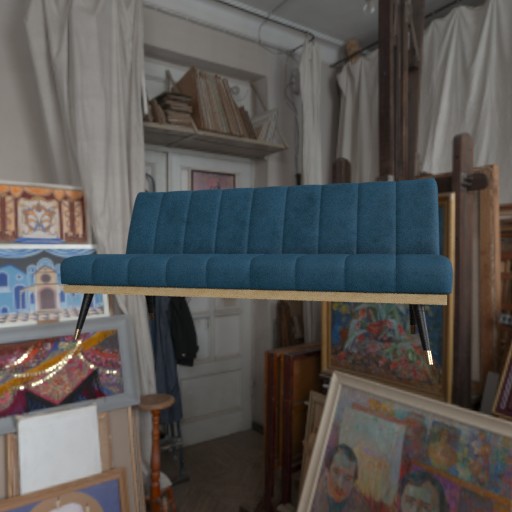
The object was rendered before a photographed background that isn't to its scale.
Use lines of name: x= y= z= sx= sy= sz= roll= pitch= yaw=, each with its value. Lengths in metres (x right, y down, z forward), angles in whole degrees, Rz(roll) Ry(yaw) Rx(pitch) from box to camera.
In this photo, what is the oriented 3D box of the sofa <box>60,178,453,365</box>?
sofa: x=0.000 y=0.000 z=2.311 sx=1.810 sy=0.825 sz=0.830 roll=0 pitch=0 yaw=17
